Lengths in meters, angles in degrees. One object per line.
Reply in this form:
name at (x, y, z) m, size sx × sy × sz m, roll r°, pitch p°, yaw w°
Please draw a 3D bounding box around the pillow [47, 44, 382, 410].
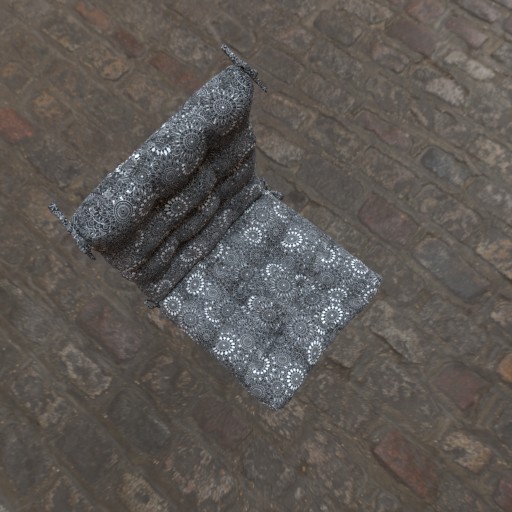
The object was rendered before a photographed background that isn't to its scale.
pillow at (0.000, 0.000, 1.047) m, size 0.571 × 0.605 × 0.519 m, roll 40°, pitch 77°, yaw 11°
